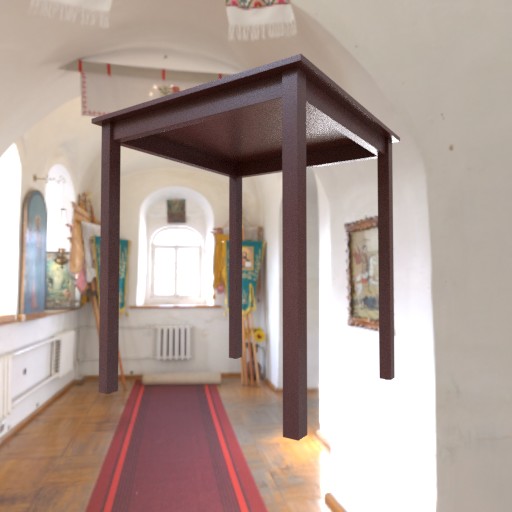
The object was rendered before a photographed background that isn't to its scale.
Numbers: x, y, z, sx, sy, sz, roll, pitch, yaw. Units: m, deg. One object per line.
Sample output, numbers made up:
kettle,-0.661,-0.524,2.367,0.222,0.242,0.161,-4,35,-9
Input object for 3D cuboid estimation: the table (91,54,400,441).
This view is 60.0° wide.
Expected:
table,0.000,0.000,1.709,0.861,0.991,0.861,-1,-2,34
